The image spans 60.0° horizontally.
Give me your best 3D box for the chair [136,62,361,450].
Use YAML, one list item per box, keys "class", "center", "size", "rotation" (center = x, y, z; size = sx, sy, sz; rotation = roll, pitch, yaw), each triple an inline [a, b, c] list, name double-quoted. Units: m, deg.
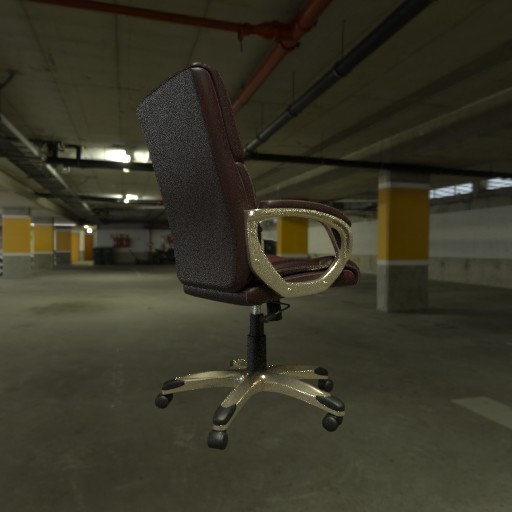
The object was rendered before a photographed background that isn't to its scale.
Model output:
- class: "chair"
  center: [0.000, 0.000, 1.601]
  size: [0.739, 1.107, 0.662]
  rotation: [-1, 1, -34]
